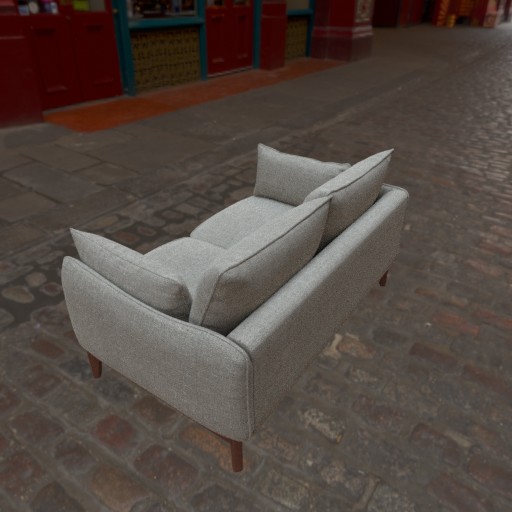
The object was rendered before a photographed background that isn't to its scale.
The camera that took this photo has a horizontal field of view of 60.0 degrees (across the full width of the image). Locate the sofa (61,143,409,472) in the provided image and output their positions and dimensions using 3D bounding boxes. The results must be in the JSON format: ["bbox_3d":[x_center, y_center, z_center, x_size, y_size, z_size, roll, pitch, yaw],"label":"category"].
[{"bbox_3d":[0.000,0.000,2.162,0.972,0.851,1.580,20,37,29],"label":"sofa"}]
